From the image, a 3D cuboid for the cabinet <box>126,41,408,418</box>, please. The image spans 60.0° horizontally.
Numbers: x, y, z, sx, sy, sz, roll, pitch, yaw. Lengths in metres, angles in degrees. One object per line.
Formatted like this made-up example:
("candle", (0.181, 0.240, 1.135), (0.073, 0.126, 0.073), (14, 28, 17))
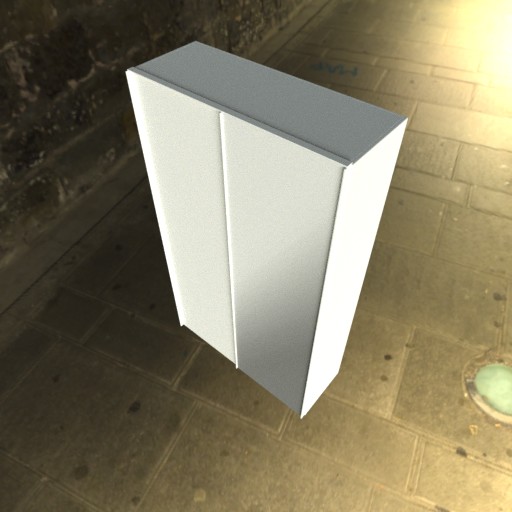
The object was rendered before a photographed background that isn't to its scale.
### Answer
("cabinet", (0.000, 0.000, 2.774), (1.250, 2.160, 0.480), (31, 54, 26))
